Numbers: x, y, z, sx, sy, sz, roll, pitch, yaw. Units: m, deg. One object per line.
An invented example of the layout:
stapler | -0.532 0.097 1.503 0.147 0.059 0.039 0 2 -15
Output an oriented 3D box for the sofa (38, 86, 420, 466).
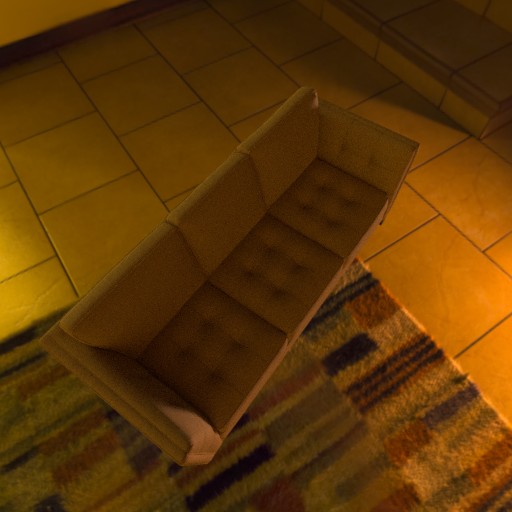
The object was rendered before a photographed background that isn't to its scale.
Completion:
sofa | 0.000 0.000 2.808 0.965 0.940 2.388 32 64 18
